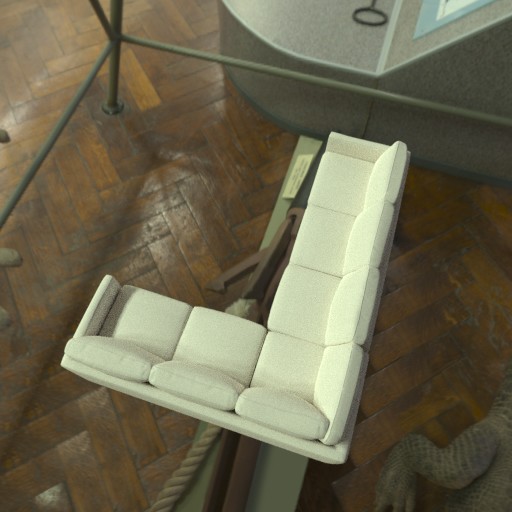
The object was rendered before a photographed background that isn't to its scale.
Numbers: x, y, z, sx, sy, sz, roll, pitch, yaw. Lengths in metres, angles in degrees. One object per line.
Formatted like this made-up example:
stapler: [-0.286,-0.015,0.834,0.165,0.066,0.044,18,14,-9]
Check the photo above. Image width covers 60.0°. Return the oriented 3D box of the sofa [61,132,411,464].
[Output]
sofa: [0.000,0.000,4.567,2.593,0.947,3.302,16,66,8]
